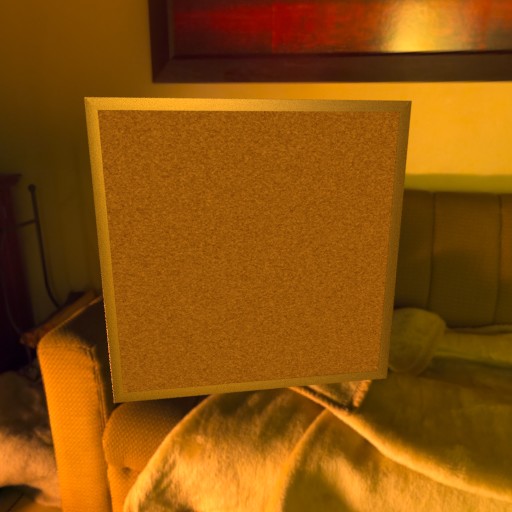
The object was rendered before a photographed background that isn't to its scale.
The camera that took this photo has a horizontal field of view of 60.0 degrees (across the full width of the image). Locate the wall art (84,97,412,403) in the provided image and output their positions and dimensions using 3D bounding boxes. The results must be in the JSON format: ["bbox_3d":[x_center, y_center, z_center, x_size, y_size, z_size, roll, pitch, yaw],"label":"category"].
[{"bbox_3d":[0.000,0.000,1.147,0.767,0.765,0.036,-3,16,-9],"label":"wall art"}]
